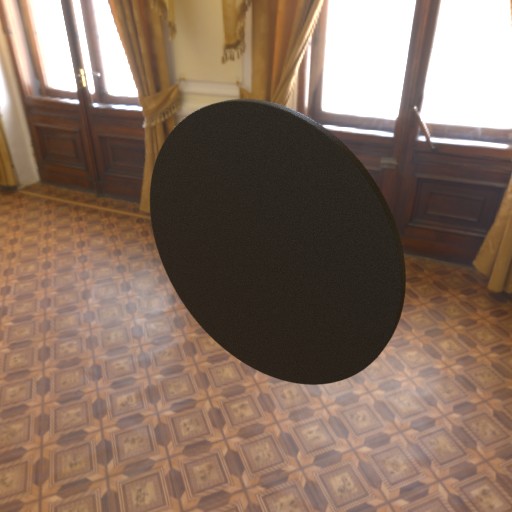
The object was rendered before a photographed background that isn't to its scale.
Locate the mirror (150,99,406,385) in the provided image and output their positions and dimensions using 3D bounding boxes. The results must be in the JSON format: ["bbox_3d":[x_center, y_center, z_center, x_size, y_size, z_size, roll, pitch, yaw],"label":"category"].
[{"bbox_3d":[0.000,0.000,1.602,1.077,1.077,0.036,20,35,31],"label":"mirror"}]
